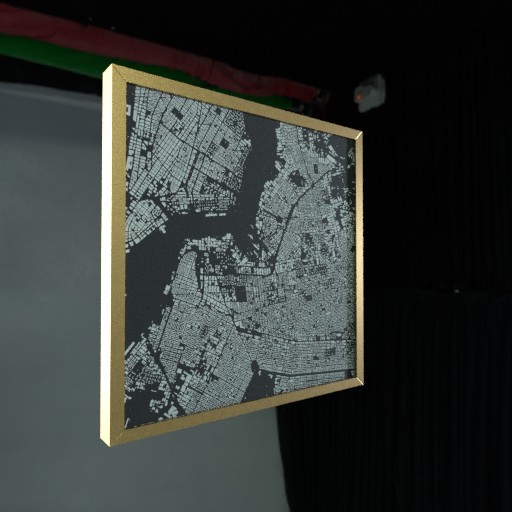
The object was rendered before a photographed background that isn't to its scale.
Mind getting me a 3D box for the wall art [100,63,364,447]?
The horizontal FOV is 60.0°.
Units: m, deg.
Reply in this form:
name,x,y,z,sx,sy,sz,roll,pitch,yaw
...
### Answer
name,x,y,z,sx,sy,sz,roll,pitch,yaw
wall art,0.000,0.000,1.907,1.284,1.284,0.095,1,-1,-37
